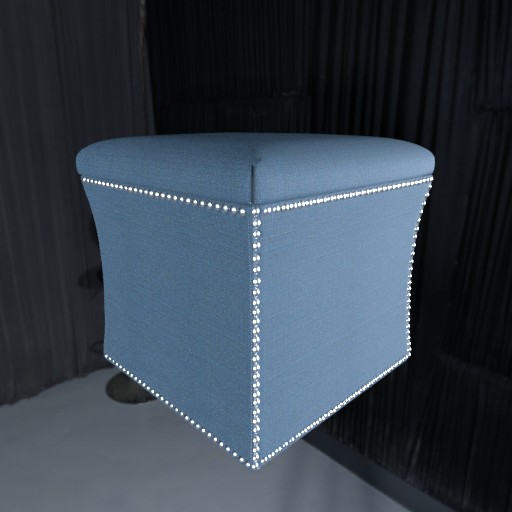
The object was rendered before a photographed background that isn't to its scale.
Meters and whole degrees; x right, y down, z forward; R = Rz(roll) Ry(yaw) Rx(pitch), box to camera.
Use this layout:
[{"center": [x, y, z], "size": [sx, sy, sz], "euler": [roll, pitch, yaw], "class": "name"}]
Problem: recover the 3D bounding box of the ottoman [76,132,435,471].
[{"center": [0.000, 0.000, 0.888], "size": [0.507, 0.475, 0.497], "euler": [-16, 23, -42], "class": "ottoman"}]
